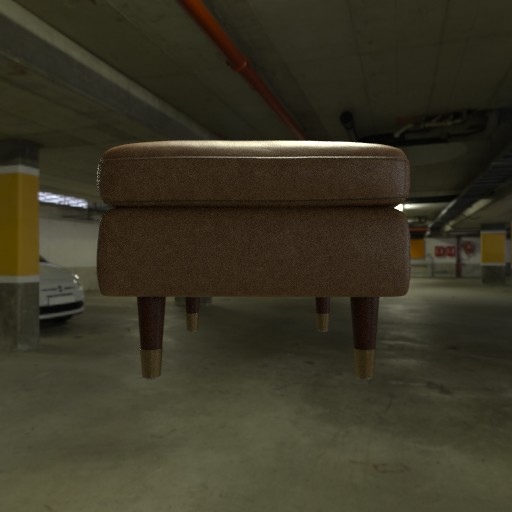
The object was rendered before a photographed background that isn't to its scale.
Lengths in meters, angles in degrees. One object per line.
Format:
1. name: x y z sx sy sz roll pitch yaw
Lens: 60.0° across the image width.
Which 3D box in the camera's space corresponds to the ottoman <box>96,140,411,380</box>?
1. ottoman: 0.000 0.000 1.130 0.593 0.478 0.747 0 0 0
